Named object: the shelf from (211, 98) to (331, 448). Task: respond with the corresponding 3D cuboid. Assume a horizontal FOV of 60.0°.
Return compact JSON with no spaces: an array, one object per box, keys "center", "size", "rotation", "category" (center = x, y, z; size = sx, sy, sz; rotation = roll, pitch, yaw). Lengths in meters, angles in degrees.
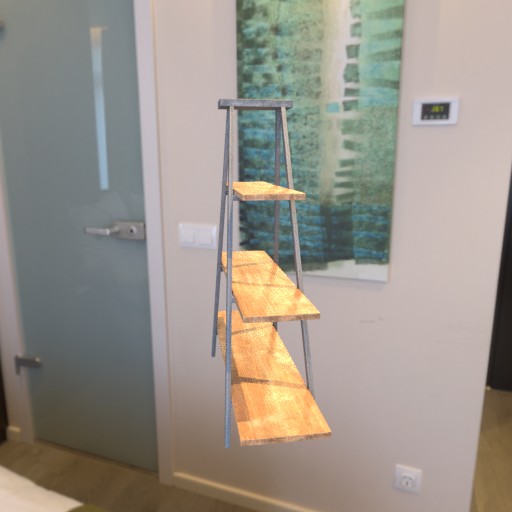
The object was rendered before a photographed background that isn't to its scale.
[{"center":[0.000,0.000,2.713],"size":[0.508,1.808,1.746],"rotation":[-2,12,-9],"category":"shelf"}]
